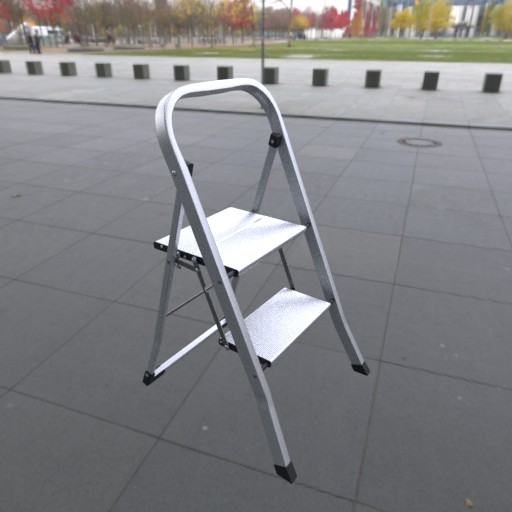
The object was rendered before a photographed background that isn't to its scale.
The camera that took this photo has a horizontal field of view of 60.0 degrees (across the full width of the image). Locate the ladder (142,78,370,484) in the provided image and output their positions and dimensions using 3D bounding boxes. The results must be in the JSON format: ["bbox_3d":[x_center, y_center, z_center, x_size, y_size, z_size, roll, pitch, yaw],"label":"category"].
[{"bbox_3d":[0.000,0.000,1.138,0.530,0.830,0.465,18,32,31],"label":"ladder"}]
